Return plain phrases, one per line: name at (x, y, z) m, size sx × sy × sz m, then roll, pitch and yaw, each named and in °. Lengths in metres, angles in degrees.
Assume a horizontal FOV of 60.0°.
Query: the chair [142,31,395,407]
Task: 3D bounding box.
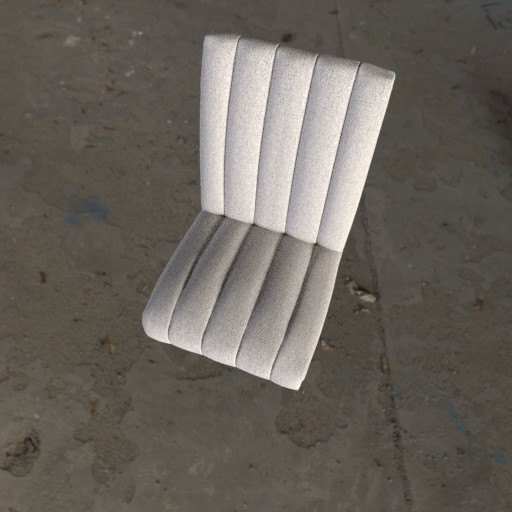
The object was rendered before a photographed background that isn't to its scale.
chair at (0.000, 0.000, 1.360) m, size 0.511 × 1.016 × 0.647 m, roll 18°, pitch 61°, yaw 10°
